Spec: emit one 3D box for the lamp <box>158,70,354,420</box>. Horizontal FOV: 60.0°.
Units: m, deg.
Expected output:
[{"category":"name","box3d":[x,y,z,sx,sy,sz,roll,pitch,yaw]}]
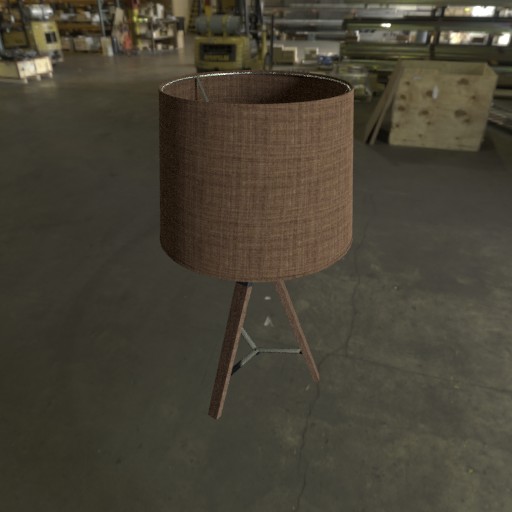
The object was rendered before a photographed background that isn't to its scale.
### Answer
[{"category":"lamp","box3d":[0.000,0.000,0.701,0.290,0.514,0.290,0,31,0]}]
